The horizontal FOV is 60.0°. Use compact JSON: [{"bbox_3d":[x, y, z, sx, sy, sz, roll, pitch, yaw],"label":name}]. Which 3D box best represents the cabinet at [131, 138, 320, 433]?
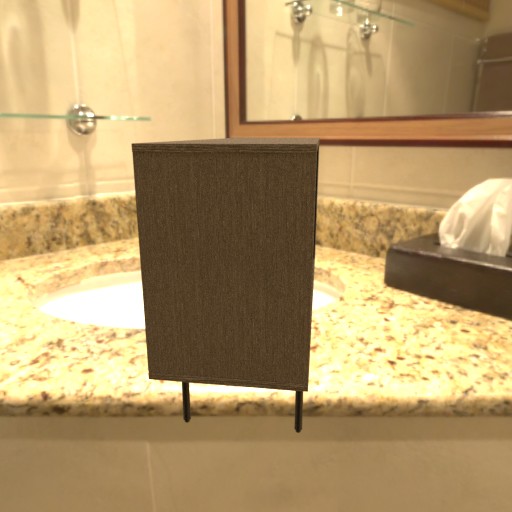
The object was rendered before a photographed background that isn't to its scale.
[{"bbox_3d":[0.000,0.000,1.549,0.405,0.787,1.194,2,16,8],"label":"cabinet"}]
